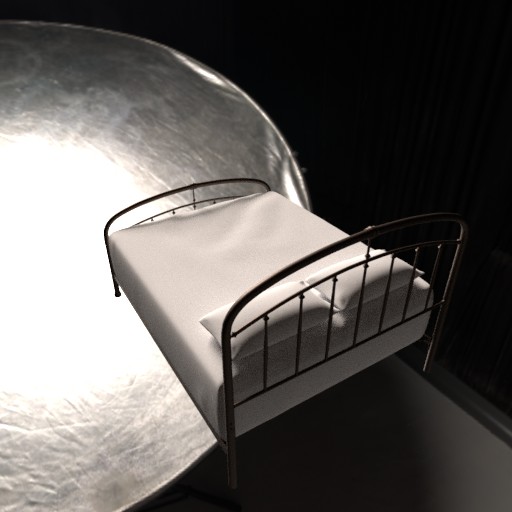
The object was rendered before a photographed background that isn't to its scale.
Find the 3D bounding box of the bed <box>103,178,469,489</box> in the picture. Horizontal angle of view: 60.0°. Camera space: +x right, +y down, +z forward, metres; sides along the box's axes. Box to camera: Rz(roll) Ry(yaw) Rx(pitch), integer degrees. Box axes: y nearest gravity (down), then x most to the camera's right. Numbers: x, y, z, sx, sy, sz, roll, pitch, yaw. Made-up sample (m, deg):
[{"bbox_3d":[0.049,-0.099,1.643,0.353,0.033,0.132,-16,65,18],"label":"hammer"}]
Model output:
[{"bbox_3d":[0.000,0.000,3.291,1.711,1.425,2.180,-18,36,-27],"label":"bed"}]
